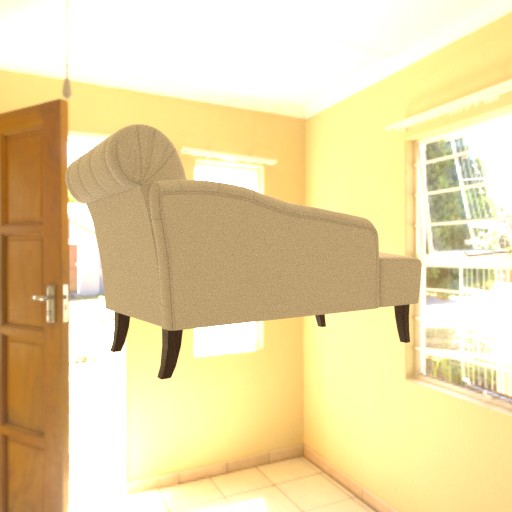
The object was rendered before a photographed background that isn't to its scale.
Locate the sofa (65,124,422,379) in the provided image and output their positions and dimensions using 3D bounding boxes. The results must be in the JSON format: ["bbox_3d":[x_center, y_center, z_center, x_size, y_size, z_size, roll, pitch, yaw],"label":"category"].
[{"bbox_3d":[0.000,0.000,1.859,1.379,0.787,0.675,0,0,-36],"label":"sofa"}]
